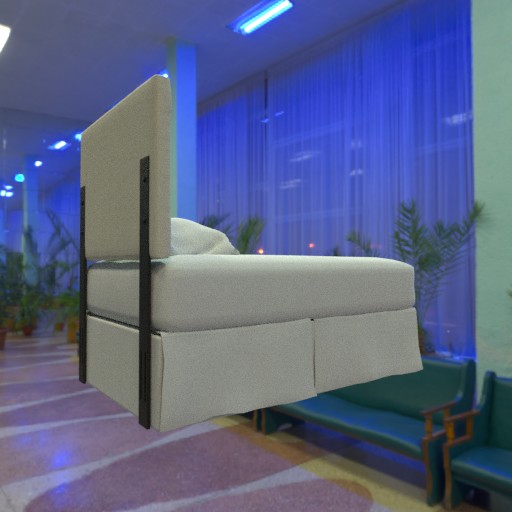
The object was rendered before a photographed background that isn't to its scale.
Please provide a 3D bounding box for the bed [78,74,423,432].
[{"bbox_3d":[0.000,0.000,2.964,1.997,1.571,1.261,1,-1,-37],"label":"bed"}]
